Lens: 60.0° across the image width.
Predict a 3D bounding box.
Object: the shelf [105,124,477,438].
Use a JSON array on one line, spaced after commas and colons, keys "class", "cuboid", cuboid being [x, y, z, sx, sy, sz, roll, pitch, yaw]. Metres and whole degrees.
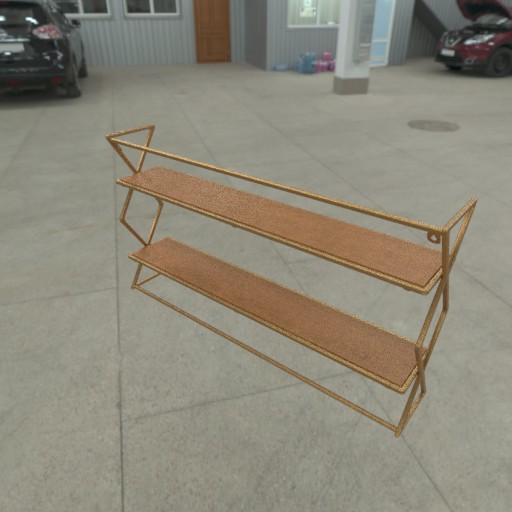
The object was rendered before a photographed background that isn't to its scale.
[{"class": "shelf", "cuboid": [0.000, 0.000, 1.017, 0.822, 0.450, 0.150, 22, 36, 33]}]
